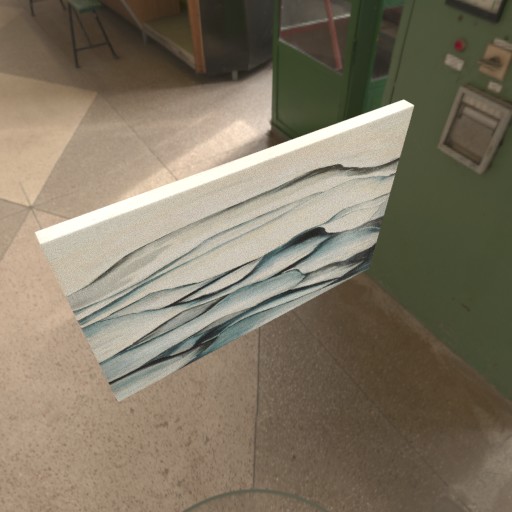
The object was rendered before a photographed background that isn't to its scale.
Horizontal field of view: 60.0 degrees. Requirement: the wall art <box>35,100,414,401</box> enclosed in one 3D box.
[{"bbox_3d":[0.000,0.000,1.168,0.914,0.609,0.039,-25,51,-22],"label":"wall art"}]
